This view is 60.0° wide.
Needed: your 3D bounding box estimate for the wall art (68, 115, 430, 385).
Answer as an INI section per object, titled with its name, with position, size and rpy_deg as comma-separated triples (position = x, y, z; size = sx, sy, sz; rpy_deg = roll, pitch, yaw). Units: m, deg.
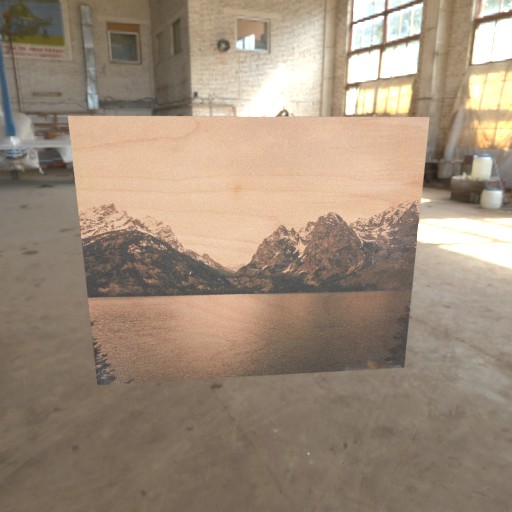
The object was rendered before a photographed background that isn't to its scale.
[wall art]
position = 0.000, 0.000, 0.679
size = 0.508, 0.408, 0.010
rpy_deg = -2, 16, -6
